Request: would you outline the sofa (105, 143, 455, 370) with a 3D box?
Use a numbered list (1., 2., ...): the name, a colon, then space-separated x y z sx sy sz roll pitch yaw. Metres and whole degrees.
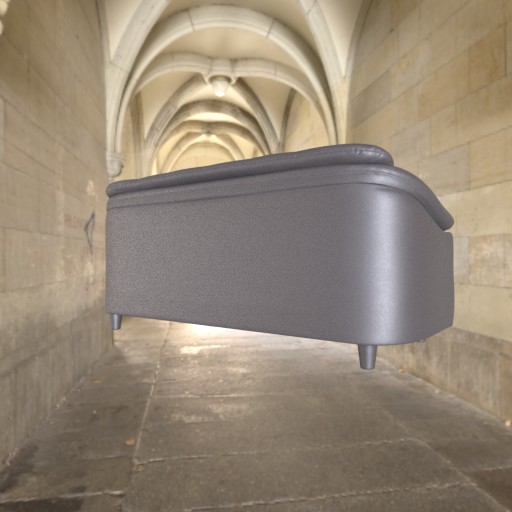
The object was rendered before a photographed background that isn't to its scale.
1. sofa: 0.000 0.000 2.282 1.829 0.811 0.800 0 0 36
